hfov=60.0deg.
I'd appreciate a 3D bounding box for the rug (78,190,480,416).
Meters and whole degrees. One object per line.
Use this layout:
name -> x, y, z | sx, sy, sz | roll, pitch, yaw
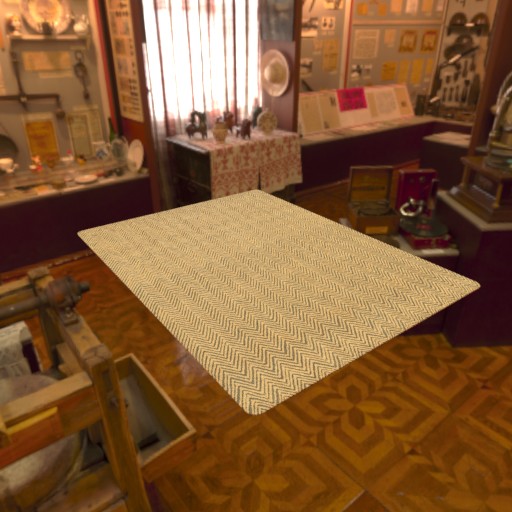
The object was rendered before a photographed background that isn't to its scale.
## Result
rug -> 0.000, 0.000, 4.267 | 2.439, 0.014, 3.207 | -19, 32, -32
